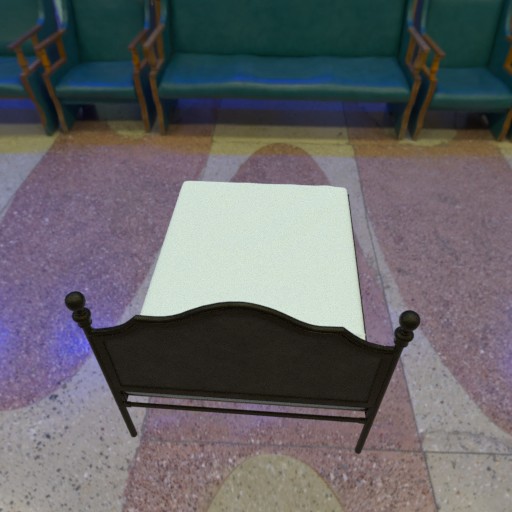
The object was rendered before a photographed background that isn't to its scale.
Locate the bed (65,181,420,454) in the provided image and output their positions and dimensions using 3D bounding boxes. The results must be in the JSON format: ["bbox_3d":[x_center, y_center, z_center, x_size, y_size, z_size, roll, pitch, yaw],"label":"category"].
[{"bbox_3d":[0.000,0.000,3.291,1.642,1.499,2.224,3,45,3],"label":"bed"}]
